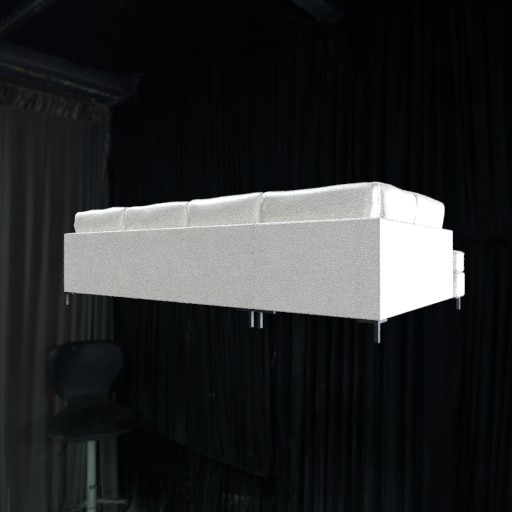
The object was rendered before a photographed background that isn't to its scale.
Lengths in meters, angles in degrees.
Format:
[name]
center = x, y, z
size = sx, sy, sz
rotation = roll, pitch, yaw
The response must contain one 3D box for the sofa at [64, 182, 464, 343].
[sofa]
center = 0.000, 0.000, 4.346
size = 3.384, 0.996, 2.048
rotation = 0, 0, 37
